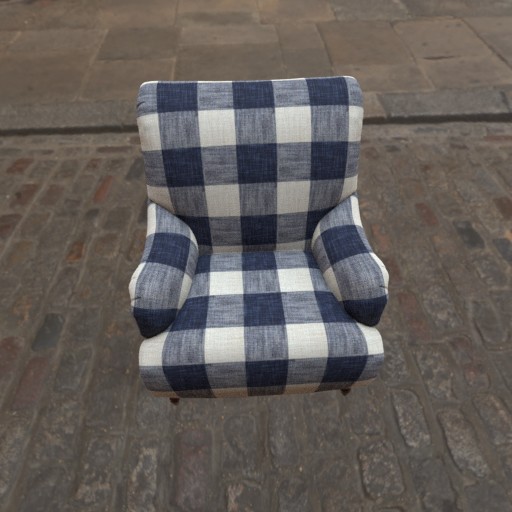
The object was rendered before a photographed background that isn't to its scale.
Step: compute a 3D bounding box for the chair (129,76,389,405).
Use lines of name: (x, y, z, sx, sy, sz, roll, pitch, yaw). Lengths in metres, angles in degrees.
chair: (0.000, 0.000, 1.558, 0.781, 0.953, 0.848, -2, 47, -2)
